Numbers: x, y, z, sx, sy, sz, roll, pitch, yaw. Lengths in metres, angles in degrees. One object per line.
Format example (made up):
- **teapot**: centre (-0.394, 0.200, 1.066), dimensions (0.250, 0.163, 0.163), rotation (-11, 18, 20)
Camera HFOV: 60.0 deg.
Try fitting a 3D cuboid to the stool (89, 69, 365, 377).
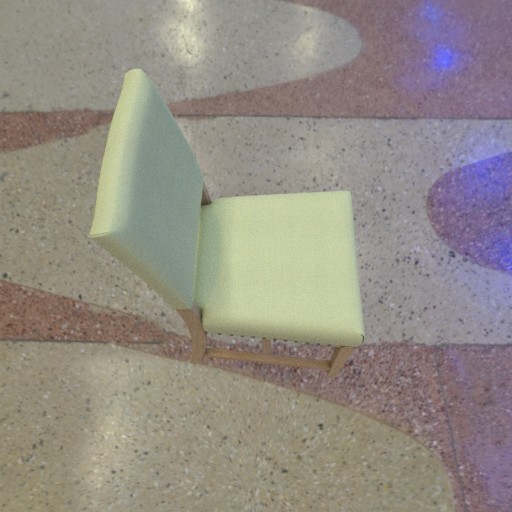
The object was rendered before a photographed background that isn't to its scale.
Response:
- **stool**: centre (0.000, 0.000, 1.330), dimensions (0.623, 0.986, 0.508), rotation (1, 63, 1)
